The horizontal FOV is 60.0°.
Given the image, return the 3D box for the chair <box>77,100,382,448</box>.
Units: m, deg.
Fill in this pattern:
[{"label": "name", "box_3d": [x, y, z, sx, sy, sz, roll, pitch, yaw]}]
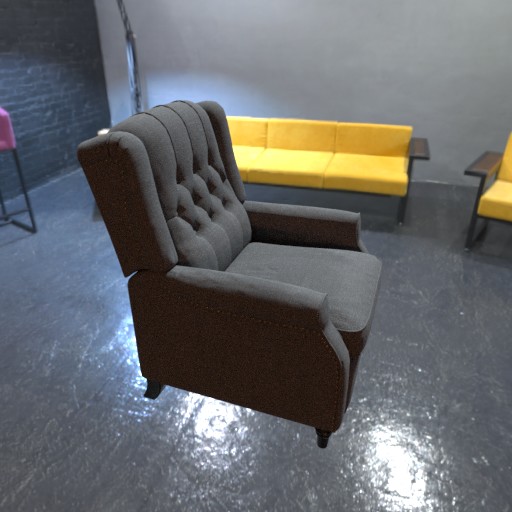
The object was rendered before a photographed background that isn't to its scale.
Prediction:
[{"label": "chair", "box_3d": [0.000, 0.000, 1.639, 0.898, 1.035, 0.742, 10, 30, 18]}]
